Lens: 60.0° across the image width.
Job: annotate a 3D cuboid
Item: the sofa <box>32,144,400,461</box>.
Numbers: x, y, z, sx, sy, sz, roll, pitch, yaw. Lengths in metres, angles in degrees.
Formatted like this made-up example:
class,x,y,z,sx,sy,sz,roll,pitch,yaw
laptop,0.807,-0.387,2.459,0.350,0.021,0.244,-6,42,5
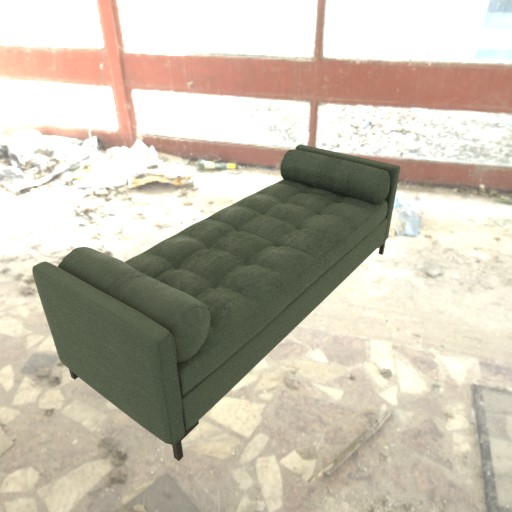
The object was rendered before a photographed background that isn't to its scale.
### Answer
class,x,y,z,sx,sy,sz,roll,pitch,yaw
sofa,0.000,0.000,2.514,0.817,0.681,2.130,22,38,31
